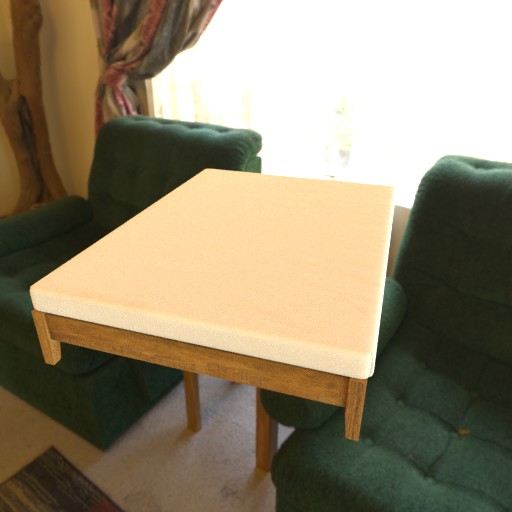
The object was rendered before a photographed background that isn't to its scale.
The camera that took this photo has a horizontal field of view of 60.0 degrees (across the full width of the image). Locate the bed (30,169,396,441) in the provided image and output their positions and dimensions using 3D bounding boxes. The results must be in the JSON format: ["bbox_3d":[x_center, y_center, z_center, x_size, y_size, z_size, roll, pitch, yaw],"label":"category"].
[{"bbox_3d":[0.000,0.000,2.719,1.536,0.431,2.016,8,28,16],"label":"bed"}]
